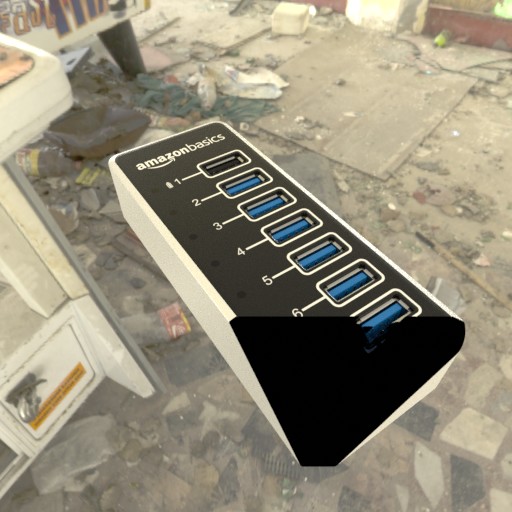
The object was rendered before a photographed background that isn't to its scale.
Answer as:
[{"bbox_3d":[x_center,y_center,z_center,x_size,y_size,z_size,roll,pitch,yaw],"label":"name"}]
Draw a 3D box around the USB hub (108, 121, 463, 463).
[{"bbox_3d":[0.000,0.000,0.128,0.044,0.023,0.110,-27,53,-23],"label":"USB hub"}]
